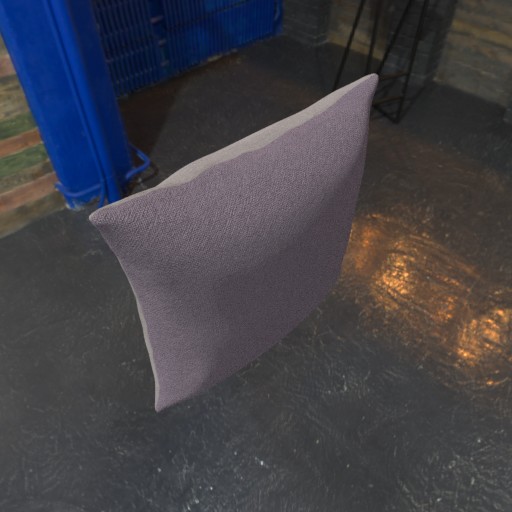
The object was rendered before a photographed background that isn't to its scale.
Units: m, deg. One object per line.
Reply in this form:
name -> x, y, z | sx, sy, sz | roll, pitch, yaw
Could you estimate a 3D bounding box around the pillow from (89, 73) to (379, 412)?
pillow -> 0.000, 0.000, 0.683 | 0.452, 0.439, 0.204 | -33, 55, -27
